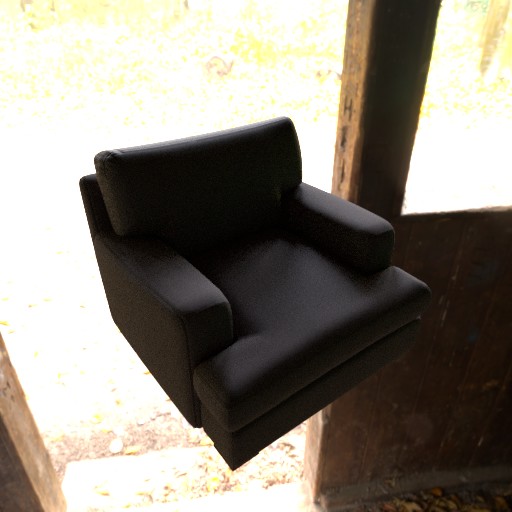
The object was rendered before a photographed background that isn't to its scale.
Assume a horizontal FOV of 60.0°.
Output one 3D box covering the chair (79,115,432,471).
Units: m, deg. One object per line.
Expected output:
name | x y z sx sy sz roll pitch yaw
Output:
chair | 0.000 0.000 1.972 1.168 0.940 1.143 -21 37 -31
